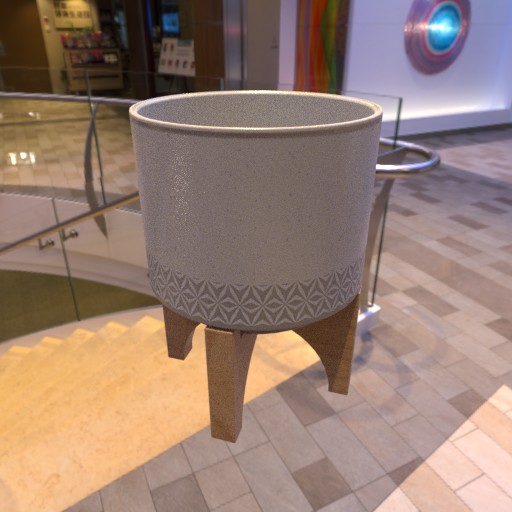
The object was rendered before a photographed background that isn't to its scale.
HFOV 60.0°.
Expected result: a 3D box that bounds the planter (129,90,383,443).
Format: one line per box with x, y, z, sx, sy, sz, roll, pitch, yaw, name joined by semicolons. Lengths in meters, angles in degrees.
0.000;0.000;0.273;0.130;0.178;0.130;0;27;0;planter
